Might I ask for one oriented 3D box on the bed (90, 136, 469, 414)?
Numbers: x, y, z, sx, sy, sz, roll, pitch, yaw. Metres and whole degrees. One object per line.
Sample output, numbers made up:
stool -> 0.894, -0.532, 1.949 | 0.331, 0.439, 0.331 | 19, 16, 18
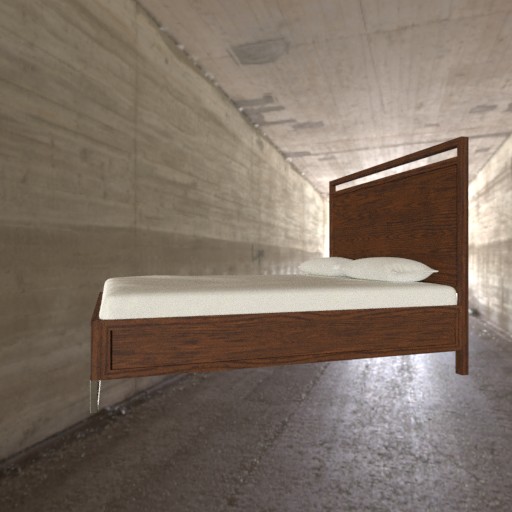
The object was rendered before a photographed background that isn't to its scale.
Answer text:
bed -> 0.000, 0.000, 3.260 | 2.218, 1.487, 1.765 | 0, 0, -18
